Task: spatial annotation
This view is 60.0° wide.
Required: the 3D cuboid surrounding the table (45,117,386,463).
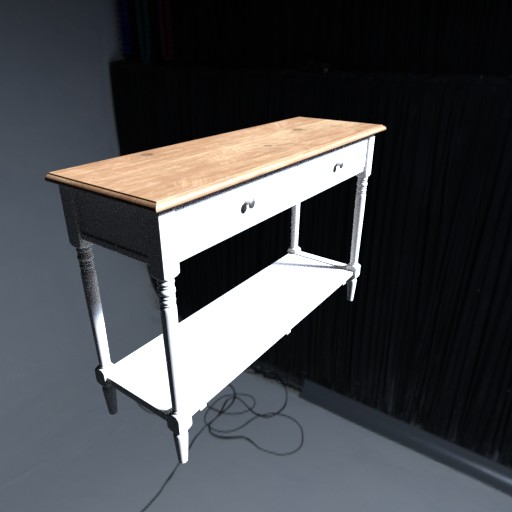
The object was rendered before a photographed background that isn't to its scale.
[{"bbox_3d":[0.000,0.000,1.595,0.399,0.800,1.219,17,30,32],"label":"table"}]
